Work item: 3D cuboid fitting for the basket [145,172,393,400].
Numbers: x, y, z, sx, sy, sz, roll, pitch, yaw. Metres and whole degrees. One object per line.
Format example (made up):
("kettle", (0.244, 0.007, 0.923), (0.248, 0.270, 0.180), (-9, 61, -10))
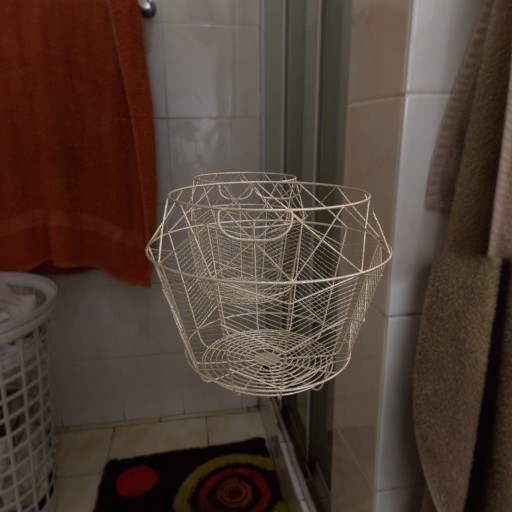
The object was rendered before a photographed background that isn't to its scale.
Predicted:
("basket", (0.000, 0.000, 1.026), (0.451, 0.343, 0.805), (-2, 16, -7))
